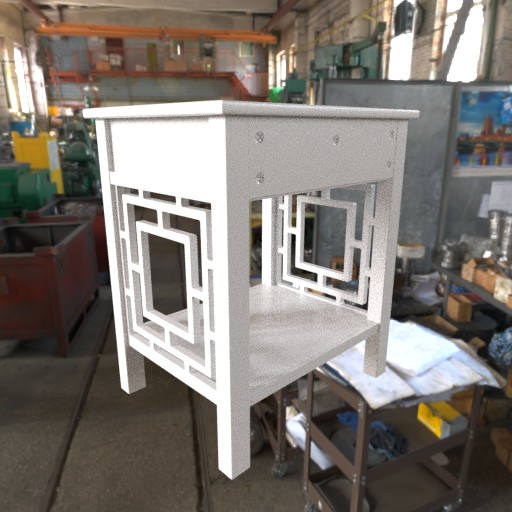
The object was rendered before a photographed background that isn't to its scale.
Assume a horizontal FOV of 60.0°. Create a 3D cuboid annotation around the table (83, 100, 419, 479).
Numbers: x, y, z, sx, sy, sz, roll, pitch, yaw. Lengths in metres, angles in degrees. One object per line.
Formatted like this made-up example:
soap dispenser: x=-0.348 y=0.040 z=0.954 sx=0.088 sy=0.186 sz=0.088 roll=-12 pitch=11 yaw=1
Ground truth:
table: x=0.000 y=0.000 z=1.029 sx=0.564 sy=0.646 sz=0.451 roll=-15 pitch=22 yaw=-42
